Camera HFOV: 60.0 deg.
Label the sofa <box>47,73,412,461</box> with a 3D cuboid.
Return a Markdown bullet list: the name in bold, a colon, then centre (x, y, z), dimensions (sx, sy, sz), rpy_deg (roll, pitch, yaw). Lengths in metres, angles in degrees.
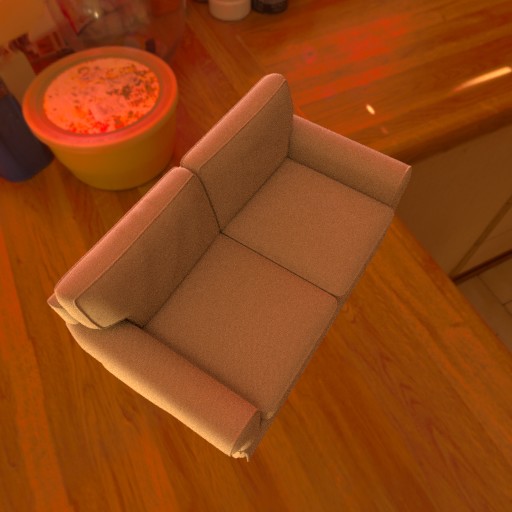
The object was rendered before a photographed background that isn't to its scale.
- **sofa**: centre (0.000, 0.000, 2.298), dimensions (0.991, 0.940, 1.727), rpy_deg (29, 63, 16)
